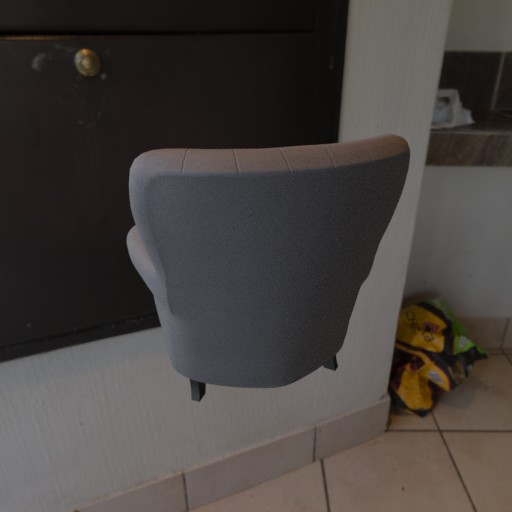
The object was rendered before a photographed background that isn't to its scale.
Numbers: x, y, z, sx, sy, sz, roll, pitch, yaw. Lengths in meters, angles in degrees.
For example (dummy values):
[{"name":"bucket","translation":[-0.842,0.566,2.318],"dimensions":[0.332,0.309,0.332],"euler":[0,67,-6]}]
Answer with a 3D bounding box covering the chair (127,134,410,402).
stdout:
[{"name":"chair","translation":[0.000,0.000,1.794],"dimensions":[0.983,1.046,0.983],"euler":[-8,27,-16]}]
